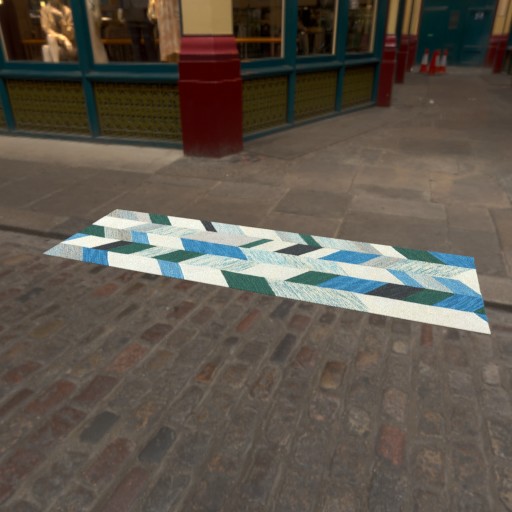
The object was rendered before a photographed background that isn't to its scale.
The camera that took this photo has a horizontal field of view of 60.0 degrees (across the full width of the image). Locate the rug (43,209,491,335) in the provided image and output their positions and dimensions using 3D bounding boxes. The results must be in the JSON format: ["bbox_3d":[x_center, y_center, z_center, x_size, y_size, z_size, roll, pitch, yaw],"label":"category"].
[{"bbox_3d":[0.000,0.000,2.616,2.437,0.008,0.774,9,29,16],"label":"rug"}]
